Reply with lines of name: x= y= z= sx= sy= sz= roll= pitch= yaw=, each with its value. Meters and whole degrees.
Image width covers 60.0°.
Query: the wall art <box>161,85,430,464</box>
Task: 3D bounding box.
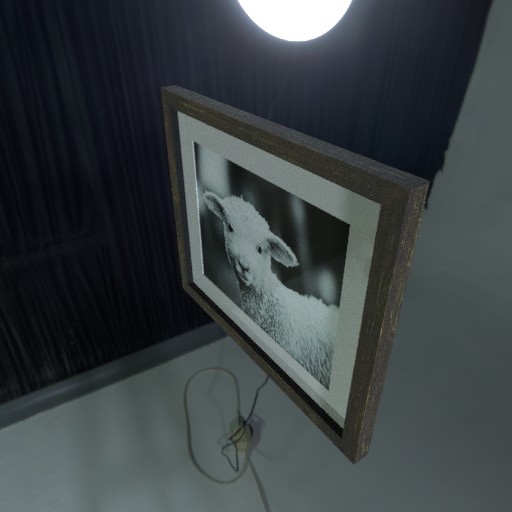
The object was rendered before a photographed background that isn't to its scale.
wall art: x=0.000 y=0.000 z=0.754 sx=0.032 sy=0.457 sz=0.558 roll=-21 pitch=38 yaw=-29
